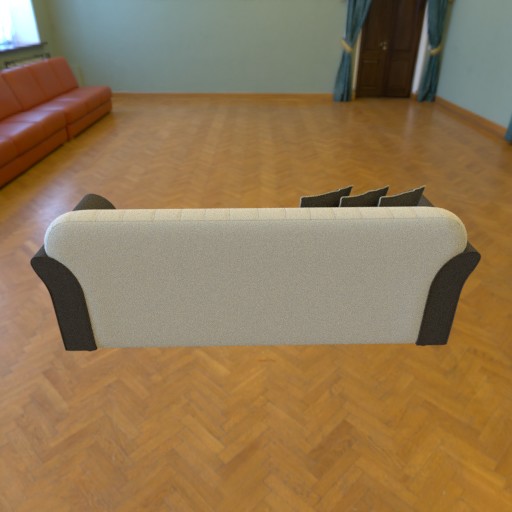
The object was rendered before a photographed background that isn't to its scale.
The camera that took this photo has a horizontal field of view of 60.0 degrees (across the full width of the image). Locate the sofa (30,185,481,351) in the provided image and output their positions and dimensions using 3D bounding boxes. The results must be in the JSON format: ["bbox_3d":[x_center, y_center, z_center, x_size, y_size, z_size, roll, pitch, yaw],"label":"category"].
[{"bbox_3d":[0.000,0.000,2.381,2.001,0.787,0.755,-1,29,-1],"label":"sofa"}]
